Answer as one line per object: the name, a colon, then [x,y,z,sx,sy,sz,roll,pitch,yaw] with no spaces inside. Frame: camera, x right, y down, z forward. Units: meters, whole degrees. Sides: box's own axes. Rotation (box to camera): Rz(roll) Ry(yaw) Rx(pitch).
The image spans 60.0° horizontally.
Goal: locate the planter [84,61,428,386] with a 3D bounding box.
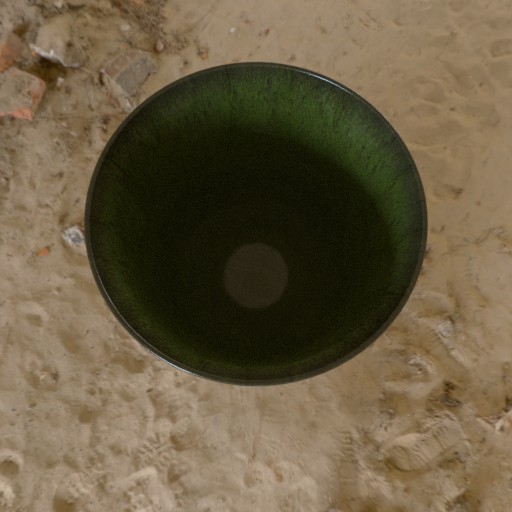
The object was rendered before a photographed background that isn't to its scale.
planter: [0.000,0.000,0.446,0.245,0.270,0.245,0,75,0]
